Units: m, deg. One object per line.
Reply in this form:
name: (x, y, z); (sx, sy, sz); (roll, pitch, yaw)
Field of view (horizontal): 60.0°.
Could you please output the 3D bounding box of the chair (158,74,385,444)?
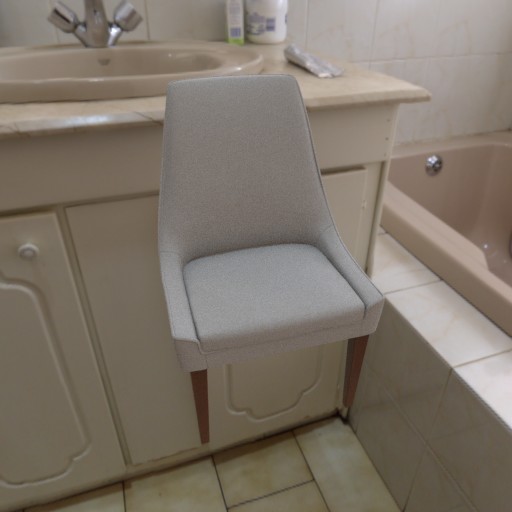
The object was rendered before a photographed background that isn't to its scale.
chair: (0.000, 0.000, 1.235); (0.529, 0.861, 0.544); (-9, 33, -14)
